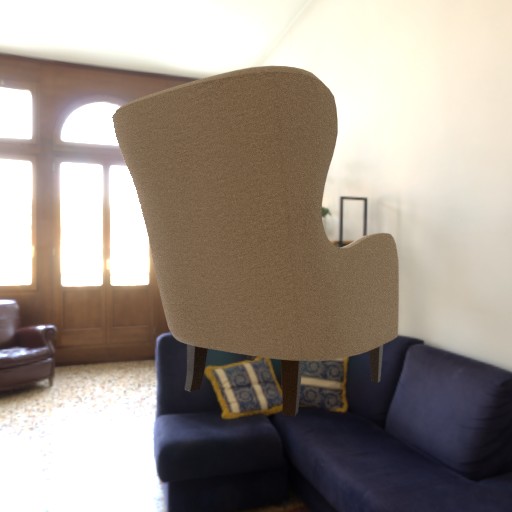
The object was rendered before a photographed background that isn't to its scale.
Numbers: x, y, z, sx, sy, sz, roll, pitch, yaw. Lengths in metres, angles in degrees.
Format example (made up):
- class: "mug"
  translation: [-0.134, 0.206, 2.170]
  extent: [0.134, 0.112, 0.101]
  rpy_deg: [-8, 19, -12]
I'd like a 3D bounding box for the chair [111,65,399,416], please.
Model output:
- class: "chair"
  translation: [0.000, 0.000, 1.729]
  extent: [0.861, 1.064, 0.984]
  rpy_deg: [0, 0, 36]
